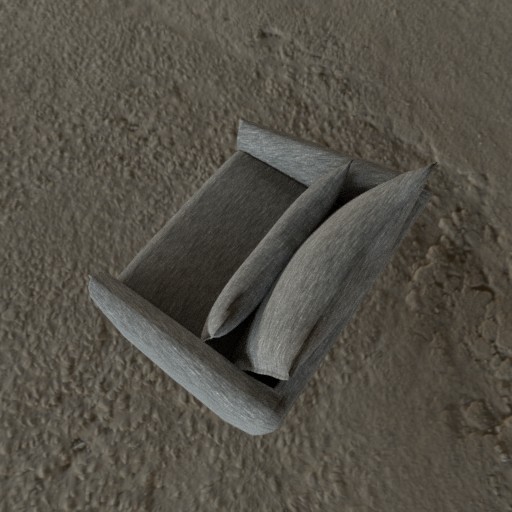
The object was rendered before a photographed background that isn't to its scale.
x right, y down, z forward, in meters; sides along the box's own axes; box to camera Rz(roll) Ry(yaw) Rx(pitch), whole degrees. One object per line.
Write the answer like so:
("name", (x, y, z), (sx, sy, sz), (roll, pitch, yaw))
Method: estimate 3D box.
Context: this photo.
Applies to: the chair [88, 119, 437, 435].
("chair", (0.000, 0.000, 1.609), (0.805, 0.842, 1.004), (33, 68, 15))
